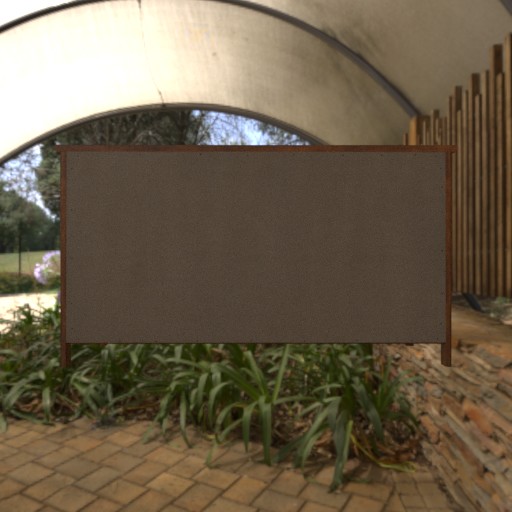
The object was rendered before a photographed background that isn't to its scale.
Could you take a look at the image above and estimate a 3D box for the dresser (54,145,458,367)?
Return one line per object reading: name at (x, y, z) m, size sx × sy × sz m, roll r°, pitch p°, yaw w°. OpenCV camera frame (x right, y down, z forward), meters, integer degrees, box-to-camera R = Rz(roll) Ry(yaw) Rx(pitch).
dresser at (0.000, 0.000, 1.932) m, size 1.551 × 0.856 × 0.463 m, roll 0°, pitch 0°, yaw 0°
